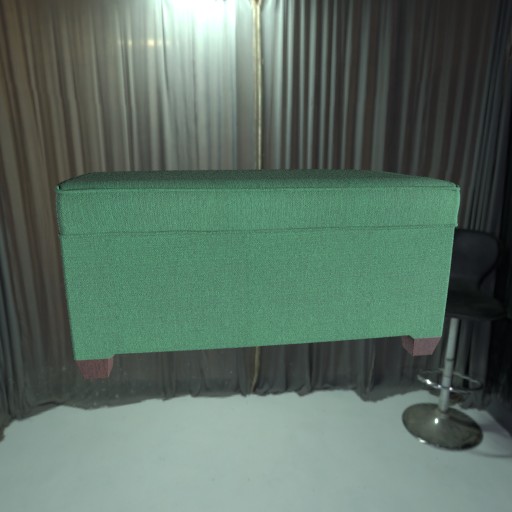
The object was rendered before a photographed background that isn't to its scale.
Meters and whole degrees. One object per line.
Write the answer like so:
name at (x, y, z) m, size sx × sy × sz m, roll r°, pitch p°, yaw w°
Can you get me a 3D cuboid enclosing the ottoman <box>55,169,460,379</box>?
ottoman at (0.000, 0.000, 1.251) m, size 0.957 × 0.471 × 0.483 m, roll -2°, pitch 15°, yaw -8°
